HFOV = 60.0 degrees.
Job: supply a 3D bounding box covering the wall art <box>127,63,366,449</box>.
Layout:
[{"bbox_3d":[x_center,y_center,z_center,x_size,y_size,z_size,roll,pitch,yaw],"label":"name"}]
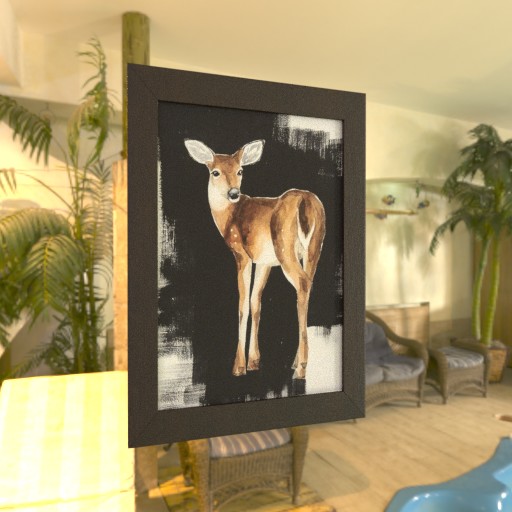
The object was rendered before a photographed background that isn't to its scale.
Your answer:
[{"bbox_3d":[0.000,0.000,0.644,0.359,0.508,0.013,0,0,-18],"label":"wall art"}]
